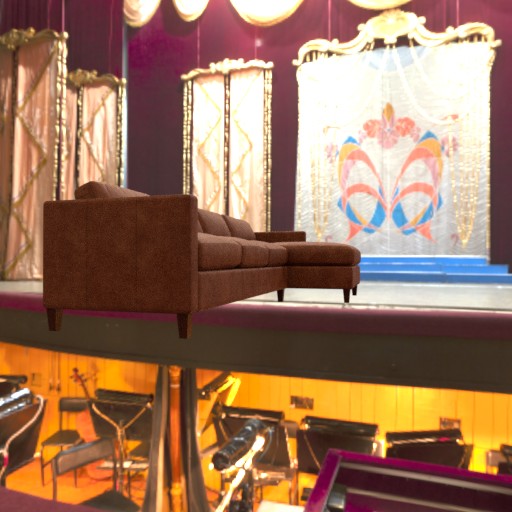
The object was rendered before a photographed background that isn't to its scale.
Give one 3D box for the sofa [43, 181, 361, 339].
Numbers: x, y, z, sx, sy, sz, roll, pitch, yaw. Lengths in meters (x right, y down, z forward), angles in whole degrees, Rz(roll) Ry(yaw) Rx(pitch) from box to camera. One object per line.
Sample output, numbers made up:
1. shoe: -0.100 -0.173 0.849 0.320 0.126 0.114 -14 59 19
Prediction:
1. sofa: 0.000 0.000 3.825 1.581 0.883 3.203 0 -1 17
